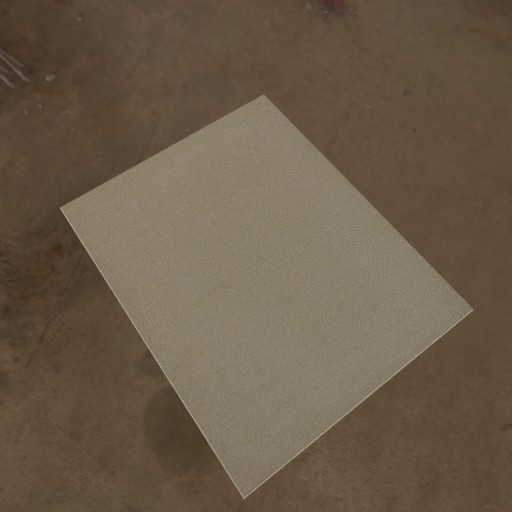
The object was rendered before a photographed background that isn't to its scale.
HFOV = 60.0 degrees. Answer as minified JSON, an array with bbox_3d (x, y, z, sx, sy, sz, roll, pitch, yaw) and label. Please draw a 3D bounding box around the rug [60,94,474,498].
[{"bbox_3d":[0.000,0.000,3.432,2.073,0.011,2.584,-34,70,-14],"label":"rug"}]
